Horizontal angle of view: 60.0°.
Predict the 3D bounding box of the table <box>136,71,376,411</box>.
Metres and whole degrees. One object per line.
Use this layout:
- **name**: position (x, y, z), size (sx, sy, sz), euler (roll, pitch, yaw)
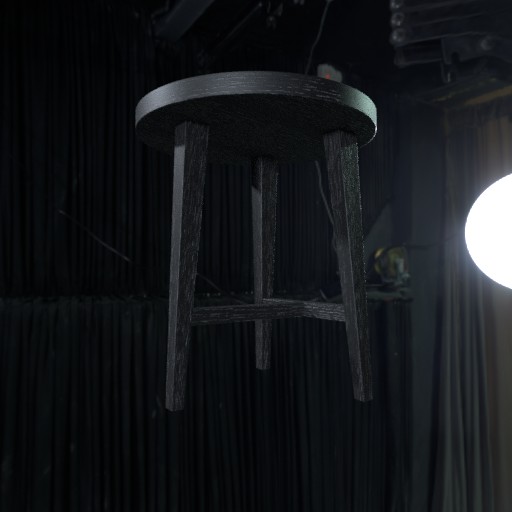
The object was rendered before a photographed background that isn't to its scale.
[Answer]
- **table**: position (0.000, 0.000, 0.755), size (0.399, 0.460, 0.399), euler (0, -1, 0)
